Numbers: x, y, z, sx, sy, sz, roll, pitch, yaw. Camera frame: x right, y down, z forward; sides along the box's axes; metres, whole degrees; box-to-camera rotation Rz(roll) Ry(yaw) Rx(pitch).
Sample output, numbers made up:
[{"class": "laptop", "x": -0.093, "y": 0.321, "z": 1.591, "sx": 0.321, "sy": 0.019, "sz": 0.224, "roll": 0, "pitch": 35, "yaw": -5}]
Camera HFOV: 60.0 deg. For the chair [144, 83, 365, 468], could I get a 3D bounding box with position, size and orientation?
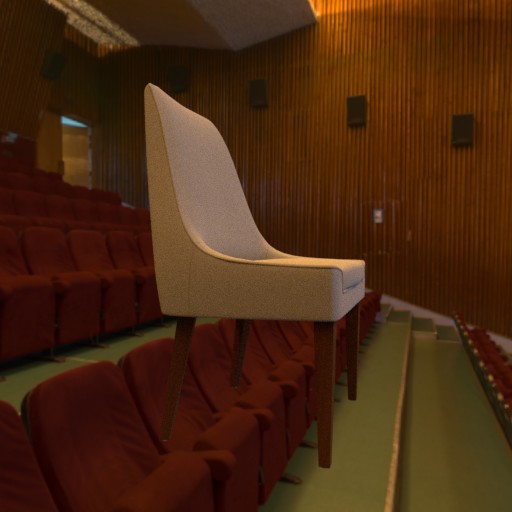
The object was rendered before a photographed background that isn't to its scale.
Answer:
[{"class": "chair", "x": 0.000, "y": 0.000, "z": 1.184, "sx": 0.544, "sy": 0.861, "sz": 0.529, "roll": 0, "pitch": 1, "yaw": 20}]
